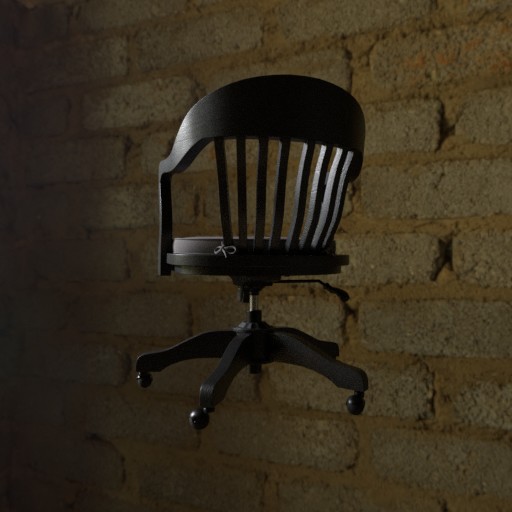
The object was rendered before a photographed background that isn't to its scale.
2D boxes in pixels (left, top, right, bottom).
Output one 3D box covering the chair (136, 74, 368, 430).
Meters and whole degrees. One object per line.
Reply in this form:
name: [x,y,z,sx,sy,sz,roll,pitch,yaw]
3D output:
chair: [0.000,0.000,1.454,0.750,0.878,0.788,0,0,-18]
